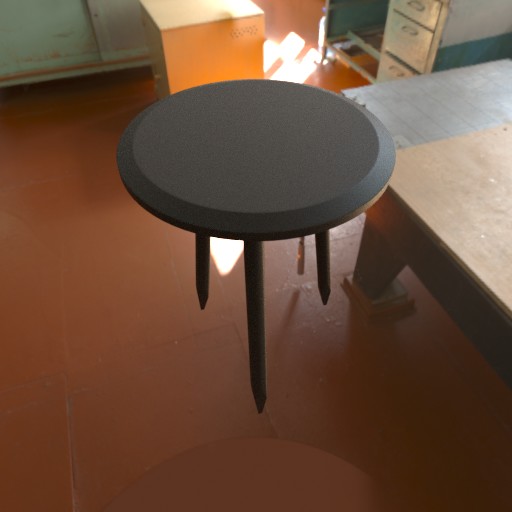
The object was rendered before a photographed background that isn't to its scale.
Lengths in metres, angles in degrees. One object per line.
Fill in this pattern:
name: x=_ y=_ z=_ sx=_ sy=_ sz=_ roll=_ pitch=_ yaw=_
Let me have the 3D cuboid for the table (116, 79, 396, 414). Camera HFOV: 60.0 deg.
table: x=0.000 y=0.000 z=0.946 sx=0.457 sy=0.585 sz=0.457 roll=0 pitch=46 yaw=0
